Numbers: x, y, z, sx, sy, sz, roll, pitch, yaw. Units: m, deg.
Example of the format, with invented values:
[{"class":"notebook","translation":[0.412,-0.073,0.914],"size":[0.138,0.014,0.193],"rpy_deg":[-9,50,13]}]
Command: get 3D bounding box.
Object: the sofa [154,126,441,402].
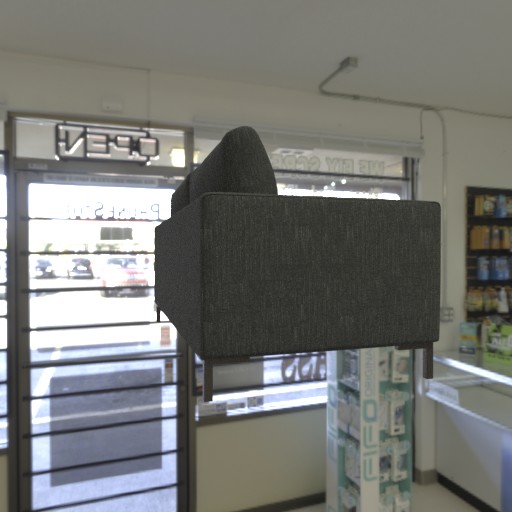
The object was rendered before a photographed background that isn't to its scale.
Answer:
[{"class":"sofa","translation":[0.000,0.000,2.223],"size":[0.866,0.862,1.716],"rpy_deg":[0,0,-18]}]
